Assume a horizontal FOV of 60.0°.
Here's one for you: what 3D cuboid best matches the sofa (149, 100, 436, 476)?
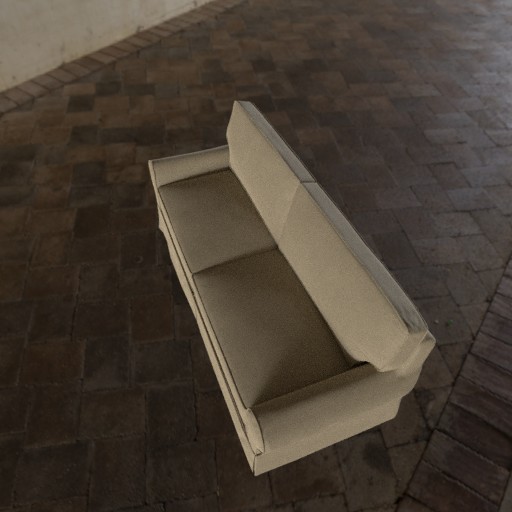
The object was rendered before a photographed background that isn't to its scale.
[{"bbox_3d":[0.000,0.000,2.745,0.900,1.014,2.246,-16,49,-15],"label":"sofa"}]
